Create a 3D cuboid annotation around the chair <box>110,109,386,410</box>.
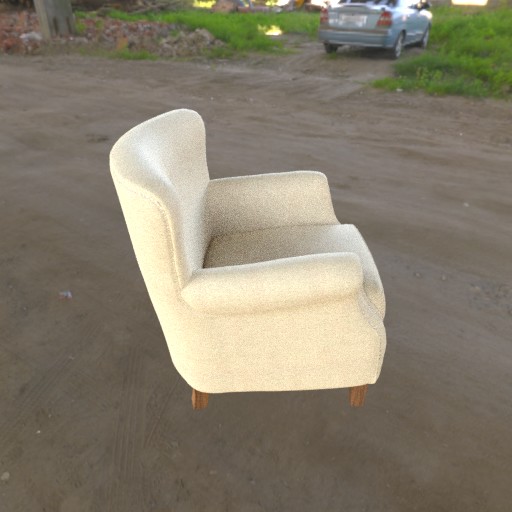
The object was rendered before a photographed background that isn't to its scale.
[{"bbox_3d":[0.000,0.000,1.686,0.921,0.936,0.861,-1,32,-1],"label":"chair"}]
